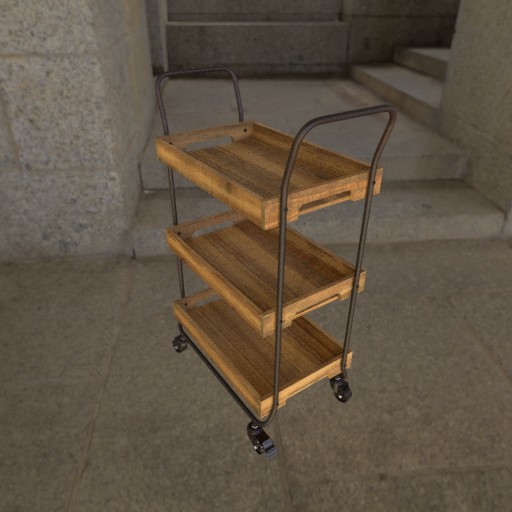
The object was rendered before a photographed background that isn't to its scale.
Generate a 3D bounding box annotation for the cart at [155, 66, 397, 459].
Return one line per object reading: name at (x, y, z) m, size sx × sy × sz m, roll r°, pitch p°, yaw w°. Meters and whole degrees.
cart at (0.000, 0.000, 1.173) m, size 0.339 × 0.857 × 0.583 m, roll -20°, pitch 36°, yaw -29°
